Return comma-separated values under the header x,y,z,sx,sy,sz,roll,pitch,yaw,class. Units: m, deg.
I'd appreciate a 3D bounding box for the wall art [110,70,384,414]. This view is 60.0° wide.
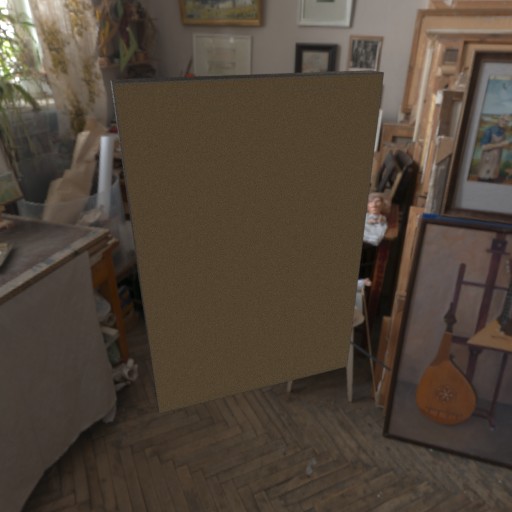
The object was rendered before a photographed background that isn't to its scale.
x,y,z,sx,sy,sz,roll,pitch,yaw,class
0.000,0.000,0.604,0.313,0.457,0.031,-9,29,-17,wall art
